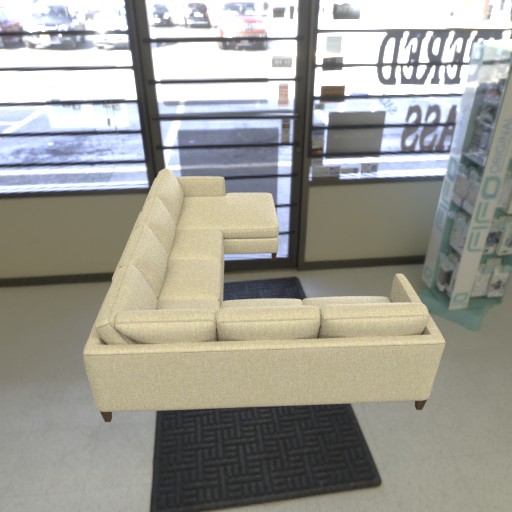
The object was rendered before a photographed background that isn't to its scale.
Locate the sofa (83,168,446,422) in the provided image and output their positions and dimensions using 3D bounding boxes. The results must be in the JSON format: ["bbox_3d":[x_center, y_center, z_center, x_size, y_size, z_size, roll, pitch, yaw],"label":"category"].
[{"bbox_3d":[0.000,0.000,4.603,2.551,0.889,3.403,-1,30,-2],"label":"sofa"}]
